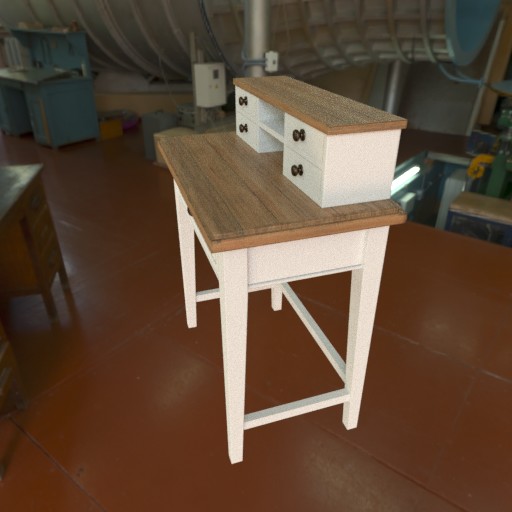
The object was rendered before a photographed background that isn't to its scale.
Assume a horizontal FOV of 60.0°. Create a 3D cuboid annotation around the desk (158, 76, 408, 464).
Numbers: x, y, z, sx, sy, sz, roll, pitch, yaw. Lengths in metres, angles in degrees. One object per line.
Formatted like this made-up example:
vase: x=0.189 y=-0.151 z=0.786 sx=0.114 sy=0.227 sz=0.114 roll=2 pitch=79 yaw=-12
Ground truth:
desk: x=0.000 y=0.000 z=1.432 sx=0.462 sy=0.981 sz=0.814 roll=-9 pitch=31 yaw=-16
